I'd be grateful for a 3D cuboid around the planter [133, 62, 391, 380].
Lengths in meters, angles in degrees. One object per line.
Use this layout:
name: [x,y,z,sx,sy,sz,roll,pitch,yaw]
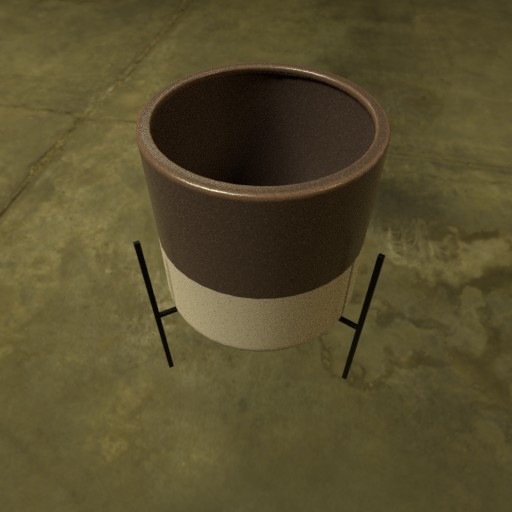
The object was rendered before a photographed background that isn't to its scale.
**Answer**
planter: [0.000,0.000,0.529,0.260,0.353,0.250,-25,52,-21]
